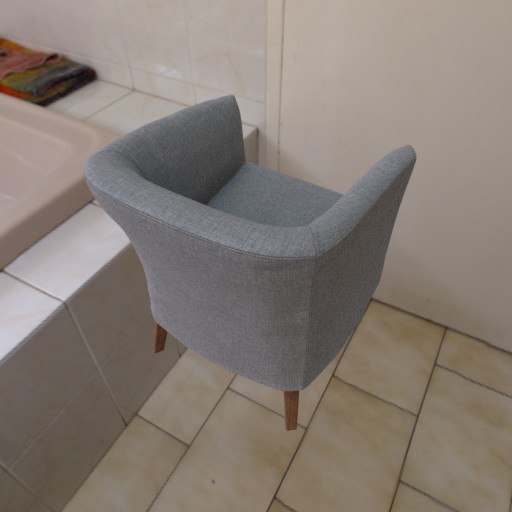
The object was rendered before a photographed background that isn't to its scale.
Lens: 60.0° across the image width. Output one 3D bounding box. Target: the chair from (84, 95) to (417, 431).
[{"bbox_3d":[0.000,0.000,1.240,0.600,0.771,0.668,24,50,22],"label":"chair"}]
